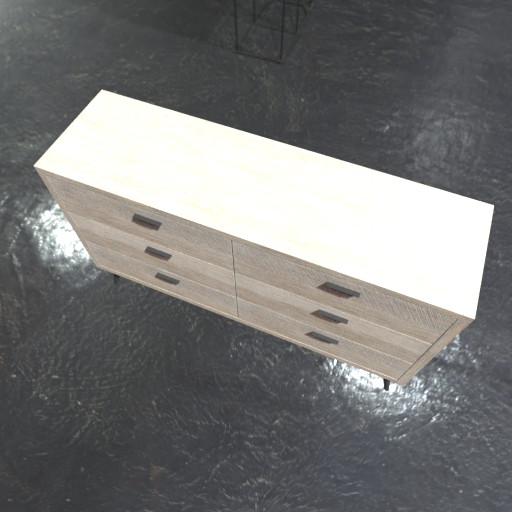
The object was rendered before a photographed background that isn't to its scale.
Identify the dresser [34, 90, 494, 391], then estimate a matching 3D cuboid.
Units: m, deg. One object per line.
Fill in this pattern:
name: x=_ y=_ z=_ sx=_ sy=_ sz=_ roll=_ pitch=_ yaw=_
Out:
dresser: x=0.000 y=0.000 z=1.906 sx=1.524 sy=0.914 sz=0.457 roll=19 pitch=61 yaw=11
